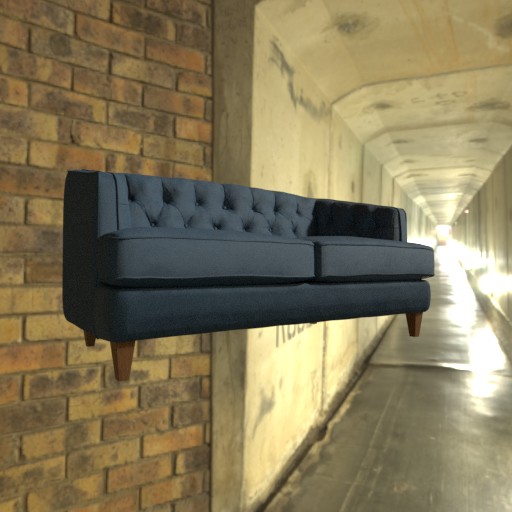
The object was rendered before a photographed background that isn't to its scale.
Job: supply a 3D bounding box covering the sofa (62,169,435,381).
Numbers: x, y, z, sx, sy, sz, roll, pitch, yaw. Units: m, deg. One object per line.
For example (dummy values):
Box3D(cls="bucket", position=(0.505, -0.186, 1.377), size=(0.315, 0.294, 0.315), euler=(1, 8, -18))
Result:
Box3D(cls="sofa", position=(0.000, 0.000, 2.220), size=(1.733, 0.854, 0.941), euler=(1, -2, -35))
